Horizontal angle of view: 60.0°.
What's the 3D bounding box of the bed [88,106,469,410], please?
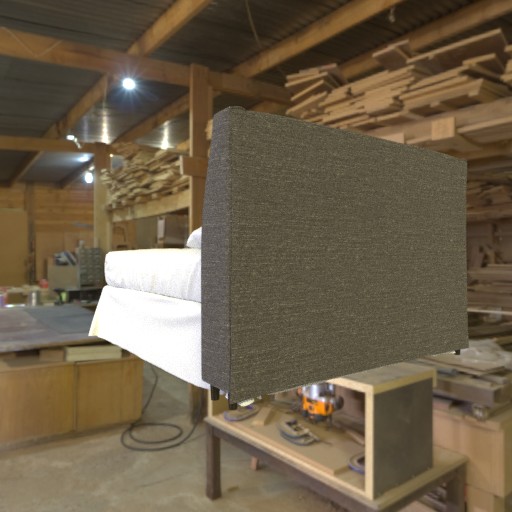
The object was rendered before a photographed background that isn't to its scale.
[{"bbox_3d":[0.000,0.000,3.340,1.925,1.332,2.276,0,0,-36],"label":"bed"}]
